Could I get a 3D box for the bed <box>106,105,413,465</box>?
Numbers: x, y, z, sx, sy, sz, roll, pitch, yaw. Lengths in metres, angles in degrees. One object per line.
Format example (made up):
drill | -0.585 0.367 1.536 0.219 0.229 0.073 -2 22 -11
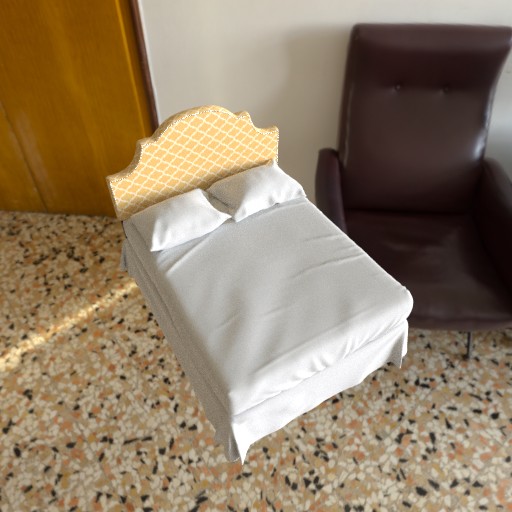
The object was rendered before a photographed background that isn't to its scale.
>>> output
bed | 0.000 0.000 3.482 1.780 1.633 2.222 -23 50 -21
